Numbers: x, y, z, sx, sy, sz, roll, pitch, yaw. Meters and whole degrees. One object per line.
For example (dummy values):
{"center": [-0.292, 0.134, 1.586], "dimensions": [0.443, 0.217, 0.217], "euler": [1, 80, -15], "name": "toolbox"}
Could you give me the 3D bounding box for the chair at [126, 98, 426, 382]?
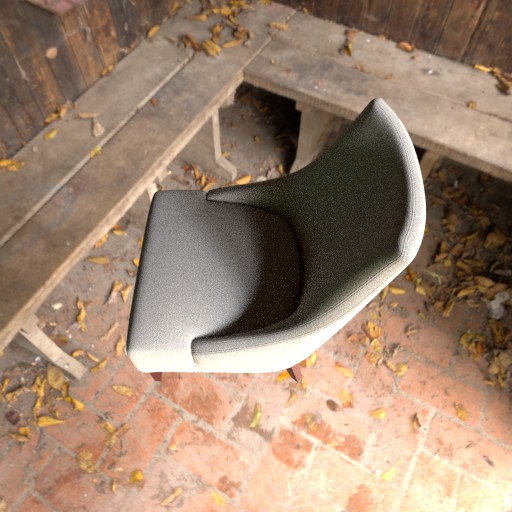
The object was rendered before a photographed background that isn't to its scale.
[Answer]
{"center": [0.000, 0.000, 1.529], "dimensions": [0.861, 0.909, 0.701], "euler": [1, 59, 1], "name": "chair"}
